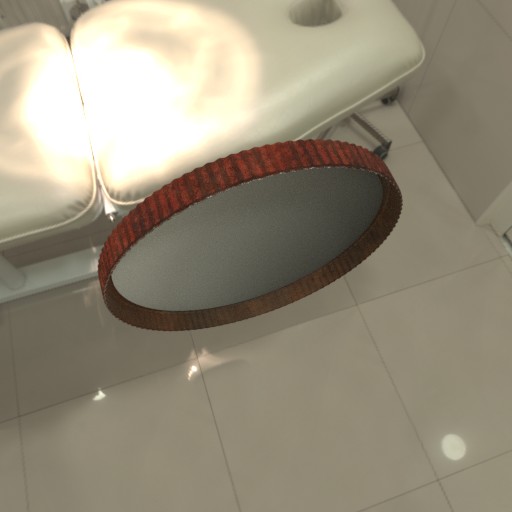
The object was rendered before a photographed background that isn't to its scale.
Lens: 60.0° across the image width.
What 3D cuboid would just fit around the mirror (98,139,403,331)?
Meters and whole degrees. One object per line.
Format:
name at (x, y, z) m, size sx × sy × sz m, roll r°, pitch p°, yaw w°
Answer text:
mirror at (0.000, 0.000, 0.905) m, size 0.609 × 0.609 × 0.056 m, roll -17°, pitch 65°, yaw -8°
